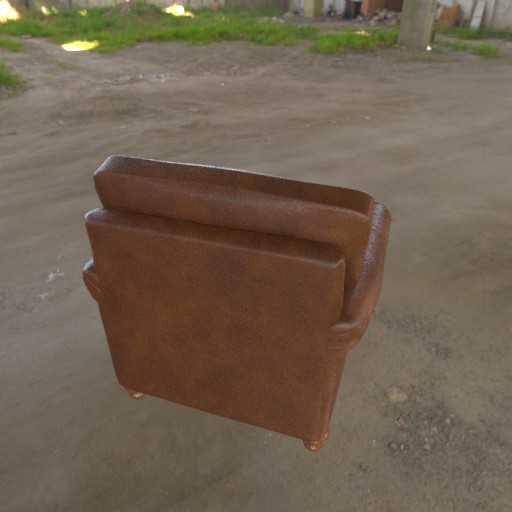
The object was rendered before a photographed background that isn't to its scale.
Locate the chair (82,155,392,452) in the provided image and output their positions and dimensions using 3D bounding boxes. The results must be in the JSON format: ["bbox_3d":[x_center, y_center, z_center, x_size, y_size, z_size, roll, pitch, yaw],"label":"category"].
[{"bbox_3d":[0.000,0.000,1.770,0.989,0.972,0.992,10,33,16],"label":"chair"}]
